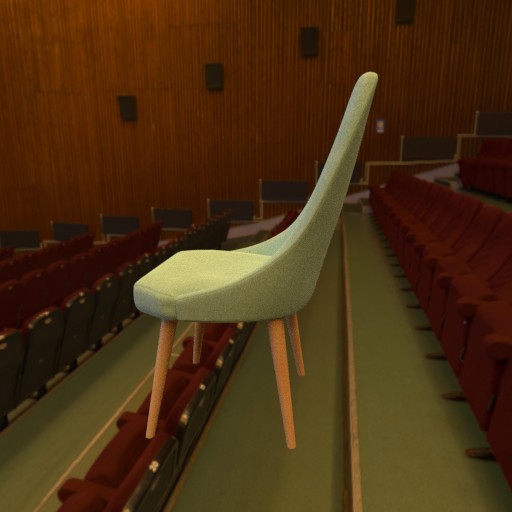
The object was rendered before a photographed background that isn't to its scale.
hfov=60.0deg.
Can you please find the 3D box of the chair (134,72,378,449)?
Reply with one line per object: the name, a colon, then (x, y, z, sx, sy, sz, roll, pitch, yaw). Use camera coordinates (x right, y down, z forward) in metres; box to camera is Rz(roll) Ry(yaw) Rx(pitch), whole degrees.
chair: (0.000, 0.000, 1.387, 0.660, 1.040, 0.510, 2, 15, 9)
